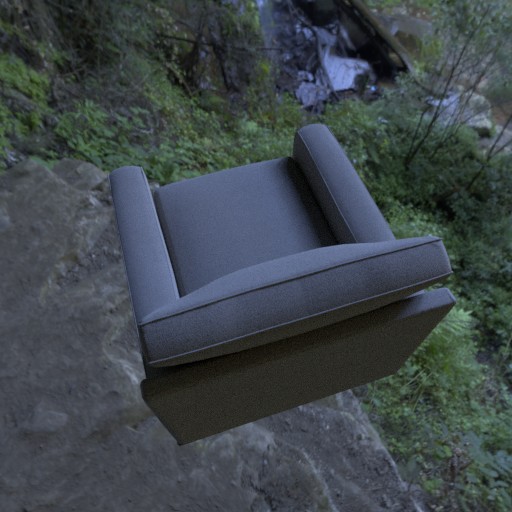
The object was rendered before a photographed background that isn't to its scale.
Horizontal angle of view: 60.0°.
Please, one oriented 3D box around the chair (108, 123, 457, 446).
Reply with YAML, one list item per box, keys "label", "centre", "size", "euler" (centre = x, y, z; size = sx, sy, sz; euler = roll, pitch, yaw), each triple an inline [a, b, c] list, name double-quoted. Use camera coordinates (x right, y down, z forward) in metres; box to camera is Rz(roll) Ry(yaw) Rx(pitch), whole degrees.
- label: "chair"
  centre: [0.000, 0.000, 1.785]
  size: [0.999, 0.934, 1.044]
  euler: [-15, 59, -9]
